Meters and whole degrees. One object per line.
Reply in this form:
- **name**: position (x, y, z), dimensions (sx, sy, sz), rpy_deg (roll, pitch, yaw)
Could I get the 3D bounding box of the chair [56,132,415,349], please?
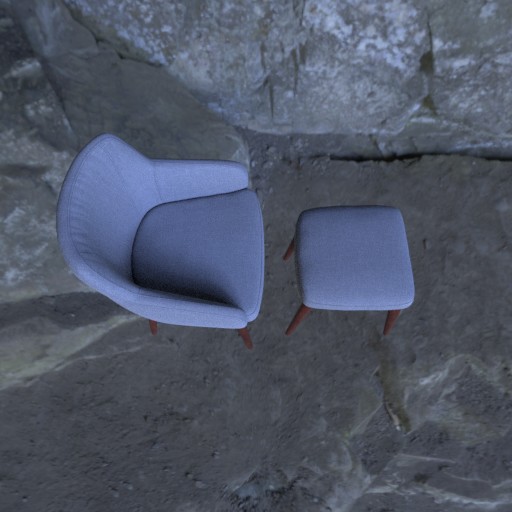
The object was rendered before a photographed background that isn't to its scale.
- **chair**: position (0.000, 0.000, 1.584), dimensions (1.107, 0.799, 0.584), rpy_deg (0, 65, 0)
